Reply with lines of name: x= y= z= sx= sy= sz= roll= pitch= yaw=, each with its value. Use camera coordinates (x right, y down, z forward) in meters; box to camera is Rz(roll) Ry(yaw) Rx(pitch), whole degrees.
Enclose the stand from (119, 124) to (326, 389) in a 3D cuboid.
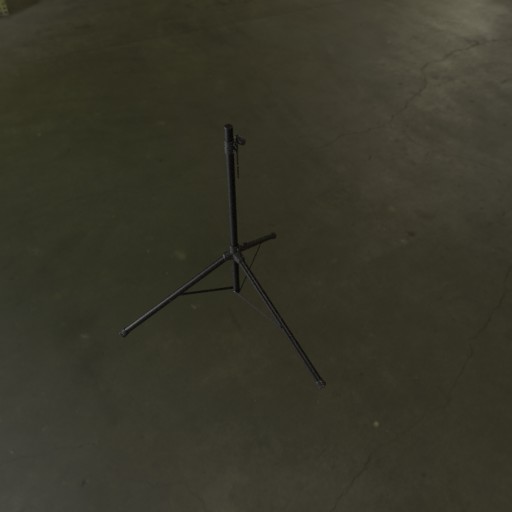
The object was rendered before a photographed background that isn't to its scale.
stand: x=0.000 y=0.000 z=2.764 sx=1.596 sy=1.595 sz=1.339 roll=-33 pitch=54 yaw=-27
